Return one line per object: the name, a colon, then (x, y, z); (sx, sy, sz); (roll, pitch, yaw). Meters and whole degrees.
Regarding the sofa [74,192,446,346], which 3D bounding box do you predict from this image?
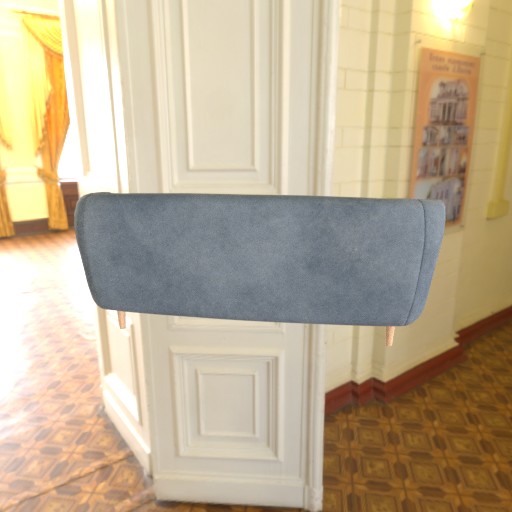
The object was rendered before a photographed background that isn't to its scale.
sofa: (0.000, 0.000, 2.524); (2.095, 0.795, 0.849); (2, 16, 8)
